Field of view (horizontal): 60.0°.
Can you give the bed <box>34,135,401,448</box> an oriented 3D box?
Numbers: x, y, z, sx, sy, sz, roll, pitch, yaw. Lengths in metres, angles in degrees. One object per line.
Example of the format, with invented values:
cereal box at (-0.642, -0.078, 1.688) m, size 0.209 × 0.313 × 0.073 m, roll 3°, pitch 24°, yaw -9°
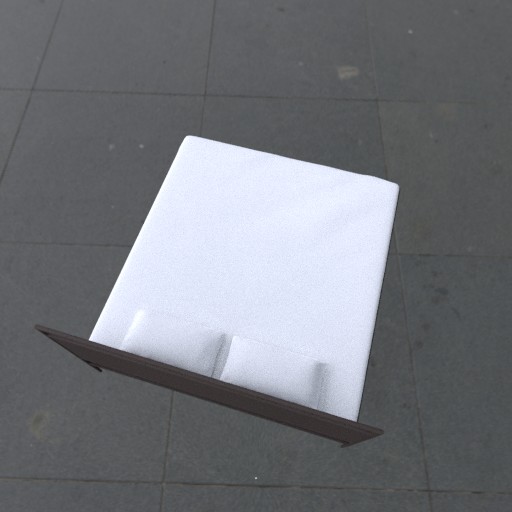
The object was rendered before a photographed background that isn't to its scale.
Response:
bed at (0.000, 0.000, 3.366) m, size 1.993 × 1.173 × 2.151 m, roll 15°, pitch 64°, yaw 7°
